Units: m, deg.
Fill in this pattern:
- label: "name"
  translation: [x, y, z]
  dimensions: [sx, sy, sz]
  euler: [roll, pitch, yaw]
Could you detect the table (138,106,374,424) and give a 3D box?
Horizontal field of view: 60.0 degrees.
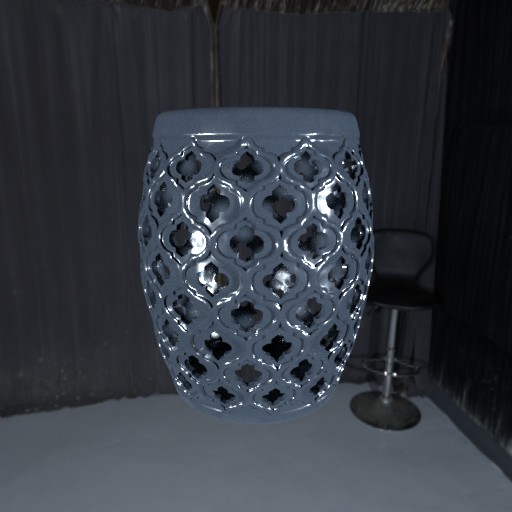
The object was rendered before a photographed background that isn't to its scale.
- label: "table"
  translation: [0.000, 0.000, 0.636]
  dimensions: [0.325, 0.388, 0.325]
  euler: [0, 14, 0]
